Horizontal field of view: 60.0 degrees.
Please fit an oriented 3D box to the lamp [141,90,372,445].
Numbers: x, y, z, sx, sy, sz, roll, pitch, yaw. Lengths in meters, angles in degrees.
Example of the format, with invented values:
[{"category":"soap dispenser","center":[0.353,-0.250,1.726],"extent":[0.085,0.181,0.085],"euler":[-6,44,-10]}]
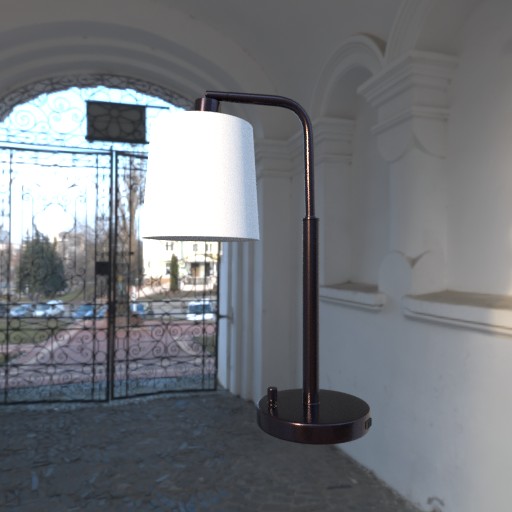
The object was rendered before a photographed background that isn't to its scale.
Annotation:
[{"category":"lamp","center":[0.000,0.000,0.653],"extent":[0.333,0.489,0.171],"euler":[0,-1,0]}]
